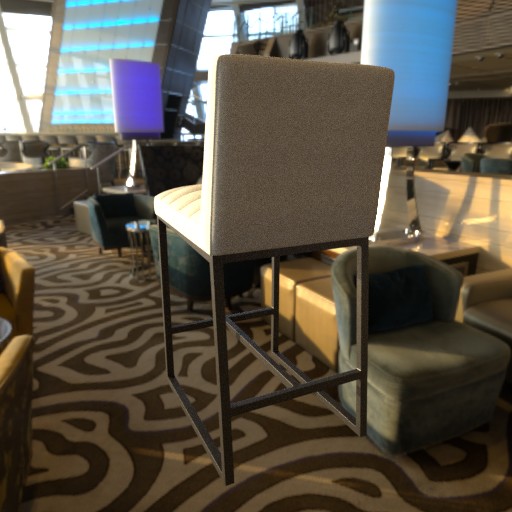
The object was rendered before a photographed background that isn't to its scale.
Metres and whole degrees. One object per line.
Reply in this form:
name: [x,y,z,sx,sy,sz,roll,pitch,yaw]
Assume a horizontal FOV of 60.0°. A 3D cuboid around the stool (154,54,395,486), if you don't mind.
stool: [0.000,0.000,1.274,0.459,0.971,0.567,-7,17,-25]
